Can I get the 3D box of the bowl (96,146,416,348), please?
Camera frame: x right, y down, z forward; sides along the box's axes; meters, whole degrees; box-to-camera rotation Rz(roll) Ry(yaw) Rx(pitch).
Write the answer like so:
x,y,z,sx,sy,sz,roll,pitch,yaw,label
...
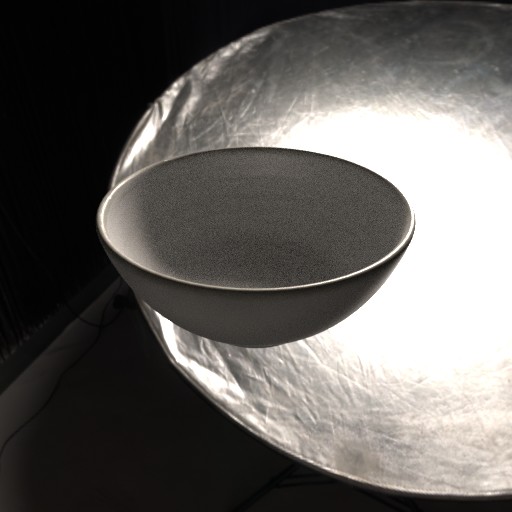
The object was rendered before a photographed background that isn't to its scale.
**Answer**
x,y,z,sx,sy,sz,roll,pitch,yaw,label
0.000,0.000,0.418,0.268,0.121,0.268,0,33,0,bowl
